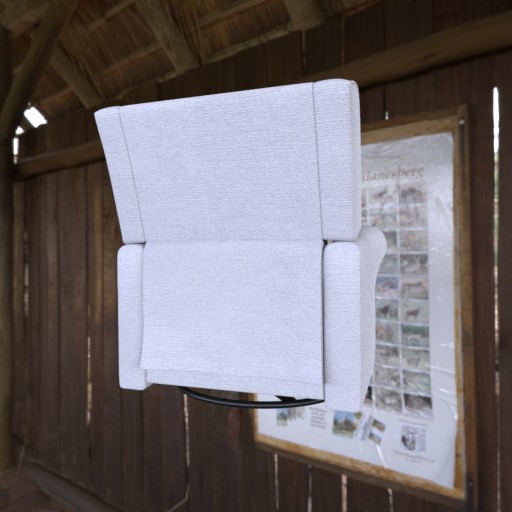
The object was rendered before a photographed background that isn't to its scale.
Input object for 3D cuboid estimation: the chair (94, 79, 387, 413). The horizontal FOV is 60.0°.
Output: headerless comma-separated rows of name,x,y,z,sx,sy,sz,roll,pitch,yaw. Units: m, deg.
chair,0.000,0.000,1.637,0.906,0.966,0.854,0,0,18
